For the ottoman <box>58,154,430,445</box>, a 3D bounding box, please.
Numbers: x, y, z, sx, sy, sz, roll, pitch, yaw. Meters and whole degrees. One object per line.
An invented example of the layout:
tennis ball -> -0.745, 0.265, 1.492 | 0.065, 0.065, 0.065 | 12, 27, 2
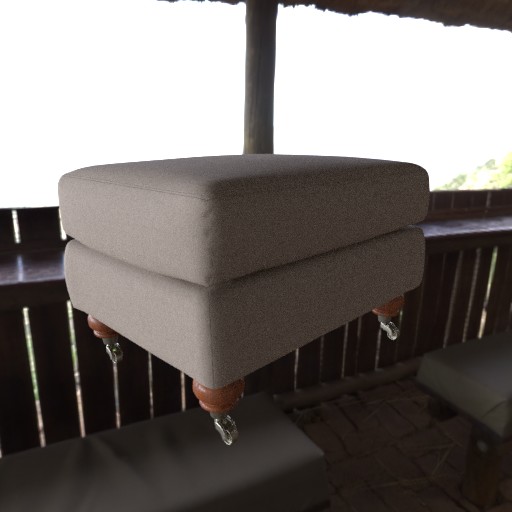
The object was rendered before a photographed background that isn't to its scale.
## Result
ottoman -> 0.000, 0.000, 1.126 | 0.574, 0.497, 0.773 | 15, 21, 43
